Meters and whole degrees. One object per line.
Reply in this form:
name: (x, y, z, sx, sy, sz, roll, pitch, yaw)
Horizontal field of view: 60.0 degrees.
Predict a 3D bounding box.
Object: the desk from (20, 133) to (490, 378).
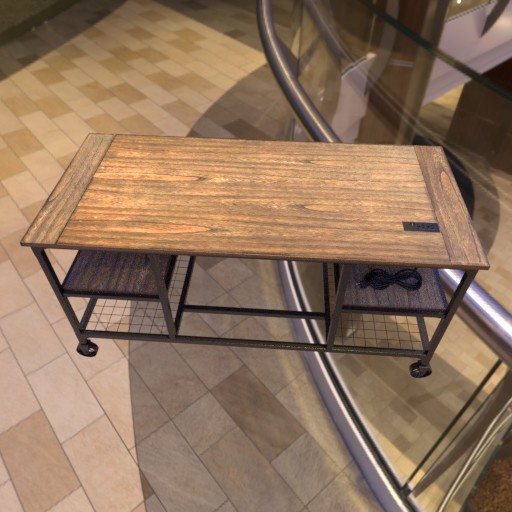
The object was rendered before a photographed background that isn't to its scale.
desk: (0.000, 0.000, 1.978, 1.590, 0.751, 0.711, 3, 46, 3)
